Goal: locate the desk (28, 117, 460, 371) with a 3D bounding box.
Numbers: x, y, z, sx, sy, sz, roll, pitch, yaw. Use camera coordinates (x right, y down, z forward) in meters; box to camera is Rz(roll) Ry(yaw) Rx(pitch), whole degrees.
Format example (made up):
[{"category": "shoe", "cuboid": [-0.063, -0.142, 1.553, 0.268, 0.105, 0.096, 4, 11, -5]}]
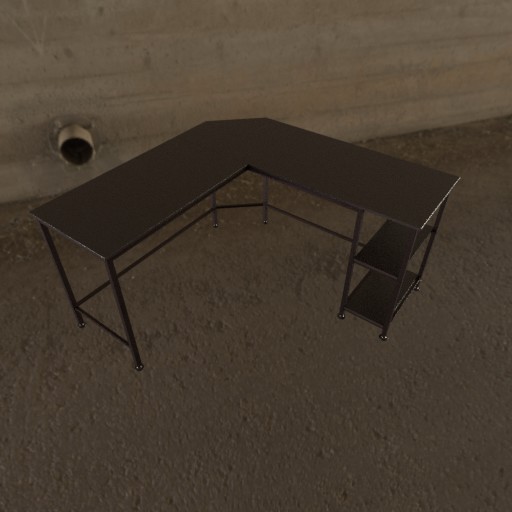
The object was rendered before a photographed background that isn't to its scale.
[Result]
[{"category": "desk", "cuboid": [0.000, 0.000, 2.227, 1.379, 0.739, 1.379, 26, 47, 27]}]
